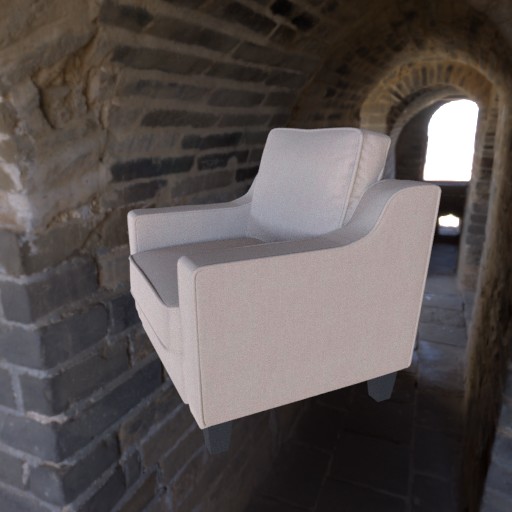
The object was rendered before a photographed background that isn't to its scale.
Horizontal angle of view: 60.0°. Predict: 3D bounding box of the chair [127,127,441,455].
[{"bbox_3d":[0.000,0.000,1.705,0.882,0.948,0.922,-7,18,-24],"label":"chair"}]
